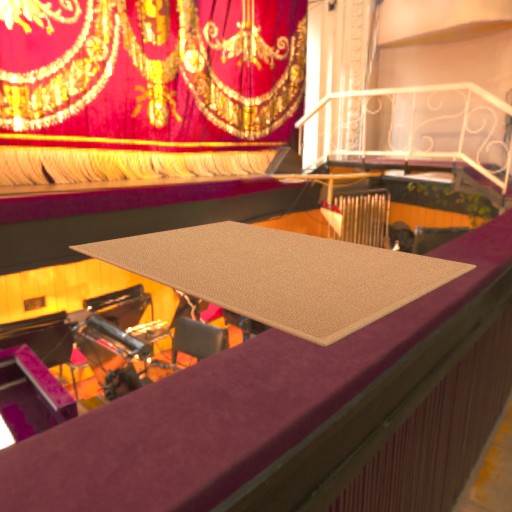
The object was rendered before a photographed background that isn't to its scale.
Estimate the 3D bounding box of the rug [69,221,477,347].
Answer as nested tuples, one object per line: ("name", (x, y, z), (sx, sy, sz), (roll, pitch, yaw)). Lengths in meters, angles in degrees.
("rug", (0.000, 0.000, 2.910), (2.244, 0.017, 1.532), (14, 20, 43))
